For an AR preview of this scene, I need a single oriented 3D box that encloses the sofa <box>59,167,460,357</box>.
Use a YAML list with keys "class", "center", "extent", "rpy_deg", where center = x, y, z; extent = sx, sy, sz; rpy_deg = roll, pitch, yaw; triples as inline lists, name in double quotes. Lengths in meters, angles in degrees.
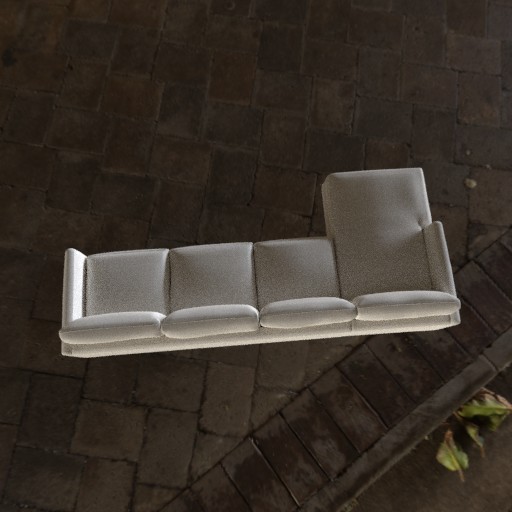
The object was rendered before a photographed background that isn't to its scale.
- class: "sofa"
  center: [0.000, 0.000, 3.833]
  extent: [3.186, 0.875, 1.467]
  rpy_deg: [-4, 75, -1]
